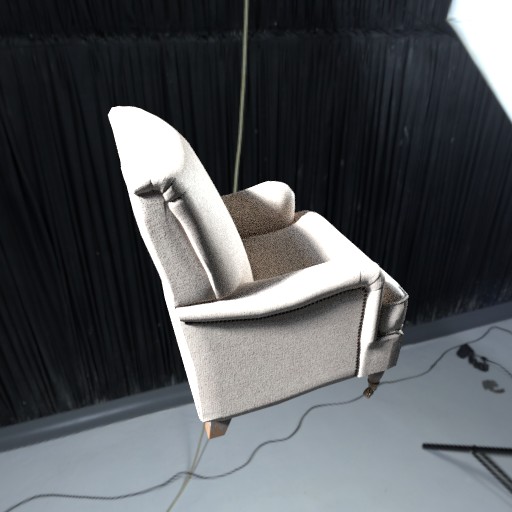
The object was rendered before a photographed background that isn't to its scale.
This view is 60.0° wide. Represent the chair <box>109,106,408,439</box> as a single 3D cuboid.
[{"bbox_3d":[0.000,0.000,1.799,0.953,1.119,0.879,-10,31,-16],"label":"chair"}]
